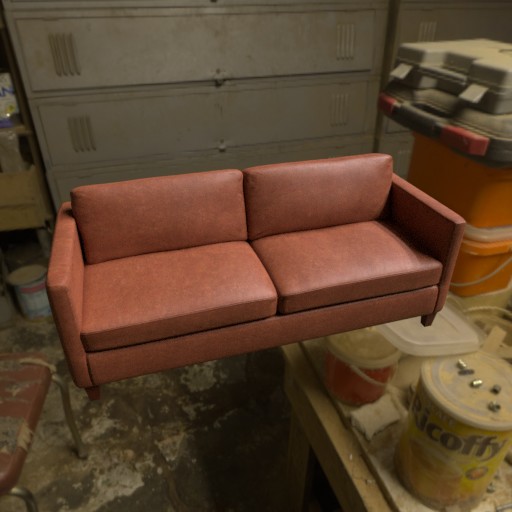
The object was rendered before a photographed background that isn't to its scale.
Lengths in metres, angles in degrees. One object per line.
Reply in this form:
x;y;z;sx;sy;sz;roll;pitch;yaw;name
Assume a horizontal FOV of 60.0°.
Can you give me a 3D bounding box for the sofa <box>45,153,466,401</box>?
0.000;0.000;2.701;2.204;0.932;0.950;-9;33;-14;sofa
